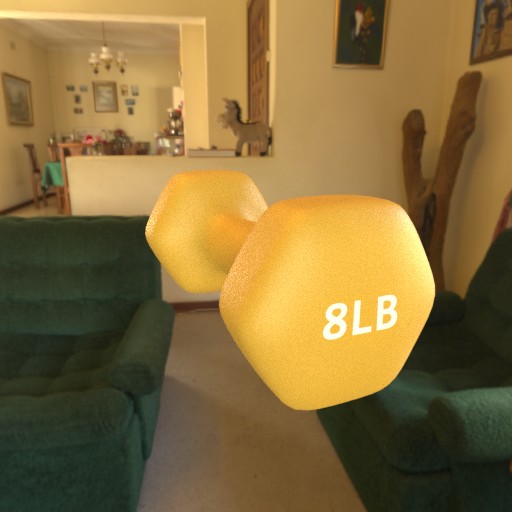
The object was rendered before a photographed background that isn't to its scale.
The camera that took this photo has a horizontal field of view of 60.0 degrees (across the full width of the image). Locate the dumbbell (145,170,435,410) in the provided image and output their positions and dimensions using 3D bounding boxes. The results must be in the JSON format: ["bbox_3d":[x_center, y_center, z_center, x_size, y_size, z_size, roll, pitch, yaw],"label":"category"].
[{"bbox_3d":[0.000,0.000,0.242,0.090,0.082,0.190,-7,16,-23],"label":"dumbbell"}]
